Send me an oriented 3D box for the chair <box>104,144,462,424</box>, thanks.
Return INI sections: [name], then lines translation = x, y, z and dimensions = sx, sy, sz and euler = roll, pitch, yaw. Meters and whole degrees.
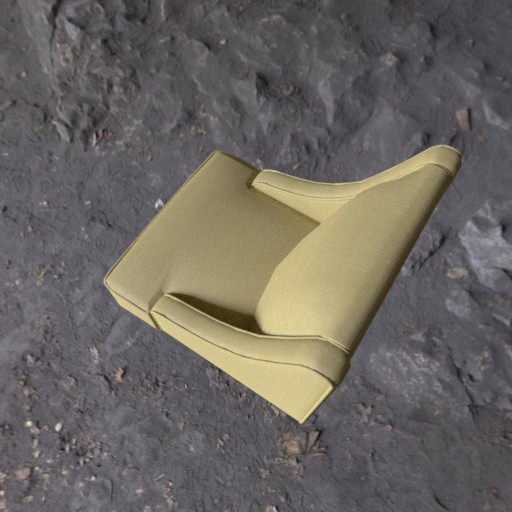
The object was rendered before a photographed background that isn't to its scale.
[chair]
translation = 0.000, 0.000, 1.461
dimensions = 0.814, 0.896, 0.696
euler = 30, 67, 14
